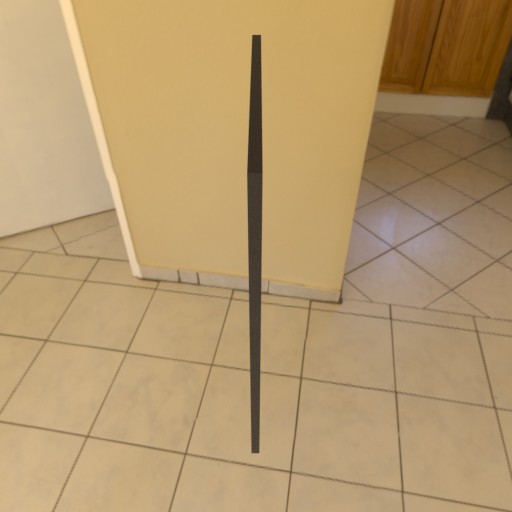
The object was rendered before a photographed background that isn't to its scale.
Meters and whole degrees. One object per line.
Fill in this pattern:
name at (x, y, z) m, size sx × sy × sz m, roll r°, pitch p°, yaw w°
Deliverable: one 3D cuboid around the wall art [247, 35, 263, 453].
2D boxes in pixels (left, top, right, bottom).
wall art at (0.000, 0.000, 0.691) m, size 0.013 × 0.534 × 0.380 m, roll 0°, pitch 42°, yaw 0°
